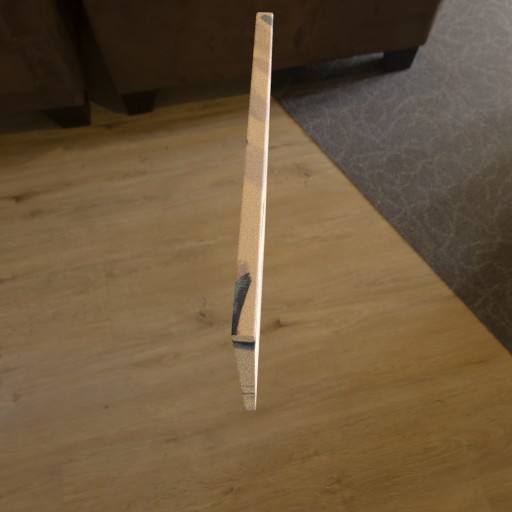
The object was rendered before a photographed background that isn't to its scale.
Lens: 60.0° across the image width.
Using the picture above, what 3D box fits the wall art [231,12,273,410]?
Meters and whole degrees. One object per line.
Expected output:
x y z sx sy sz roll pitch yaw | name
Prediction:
0.000 0.000 1.314 0.038 1.015 0.761 3 65 1 | wall art
